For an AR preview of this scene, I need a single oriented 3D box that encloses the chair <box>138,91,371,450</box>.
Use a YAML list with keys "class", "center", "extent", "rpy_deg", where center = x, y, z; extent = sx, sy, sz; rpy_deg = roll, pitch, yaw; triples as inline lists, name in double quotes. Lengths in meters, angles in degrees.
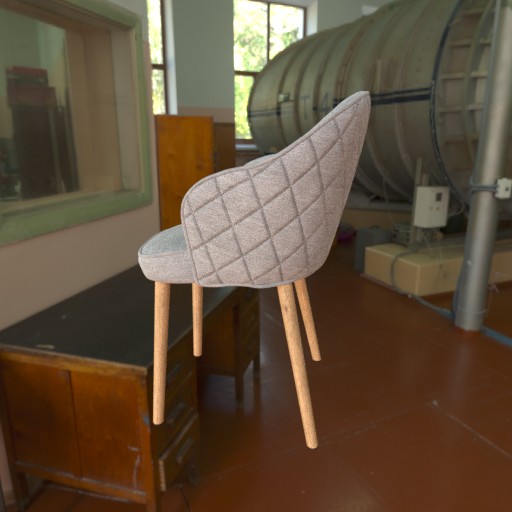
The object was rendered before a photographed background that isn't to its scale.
- class: "chair"
  center: [0.000, 0.000, 1.157]
  extent: [0.530, 0.800, 0.540]
  rpy_deg: [2, 16, 9]
